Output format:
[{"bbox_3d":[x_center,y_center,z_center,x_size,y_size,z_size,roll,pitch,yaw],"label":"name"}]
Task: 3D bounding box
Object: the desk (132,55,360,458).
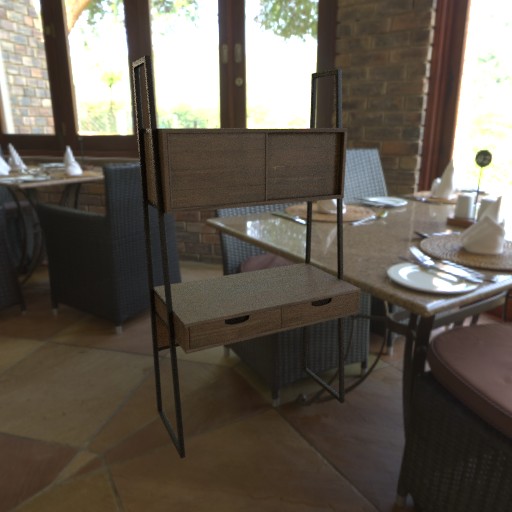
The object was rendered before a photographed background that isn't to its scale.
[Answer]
[{"bbox_3d":[0.000,0.000,2.230,0.982,1.809,0.515,-8,18,-26],"label":"desk"}]
